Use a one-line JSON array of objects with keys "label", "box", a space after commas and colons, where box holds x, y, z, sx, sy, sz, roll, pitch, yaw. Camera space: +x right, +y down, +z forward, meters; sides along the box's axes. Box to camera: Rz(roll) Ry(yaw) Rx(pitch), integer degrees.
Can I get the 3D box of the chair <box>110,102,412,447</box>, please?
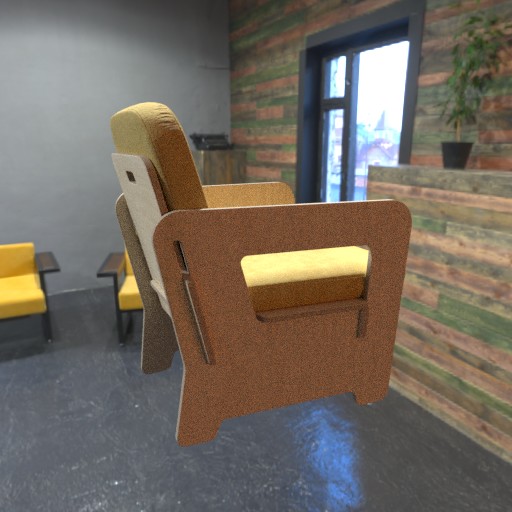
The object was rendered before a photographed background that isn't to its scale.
[{"label": "chair", "box": [0.000, 0.000, 1.275, 0.710, 0.800, 0.590, -7, 16, -25]}]
